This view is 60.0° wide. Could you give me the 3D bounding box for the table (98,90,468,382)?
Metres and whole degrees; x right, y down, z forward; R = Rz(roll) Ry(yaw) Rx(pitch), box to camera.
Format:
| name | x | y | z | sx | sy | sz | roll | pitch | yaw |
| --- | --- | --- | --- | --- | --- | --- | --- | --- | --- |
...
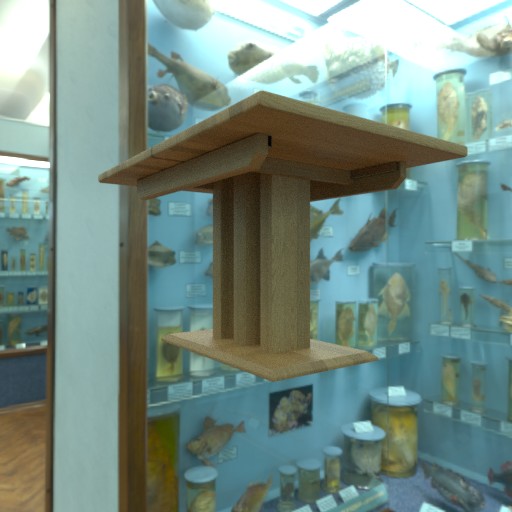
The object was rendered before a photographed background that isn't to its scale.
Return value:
| name | x | y | z | sx | sy | sz | roll | pitch | yaw |
| --- | --- | --- | --- | --- | --- | --- | --- | --- | --- |
| table | 0.000 | 0.000 | 1.815 | 0.900 | 0.770 | 1.300 | 0 | 0 | -36 |
